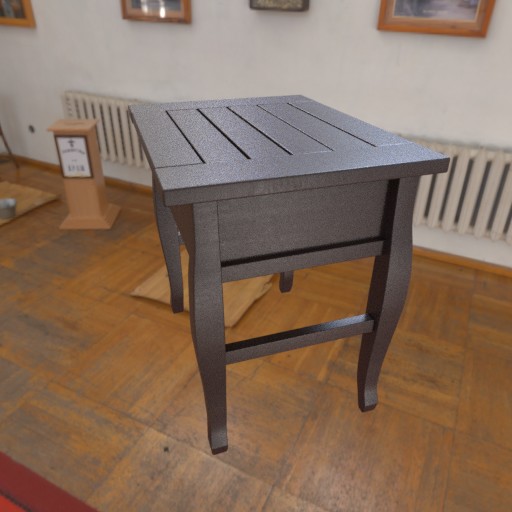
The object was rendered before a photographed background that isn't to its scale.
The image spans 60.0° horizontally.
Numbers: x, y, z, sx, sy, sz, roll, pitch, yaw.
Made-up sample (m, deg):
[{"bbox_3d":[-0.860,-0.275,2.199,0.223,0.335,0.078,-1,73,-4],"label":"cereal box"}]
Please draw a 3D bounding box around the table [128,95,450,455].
[{"bbox_3d":[0.000,0.000,1.044,0.460,0.605,0.602,-9,31,-16],"label":"table"}]
